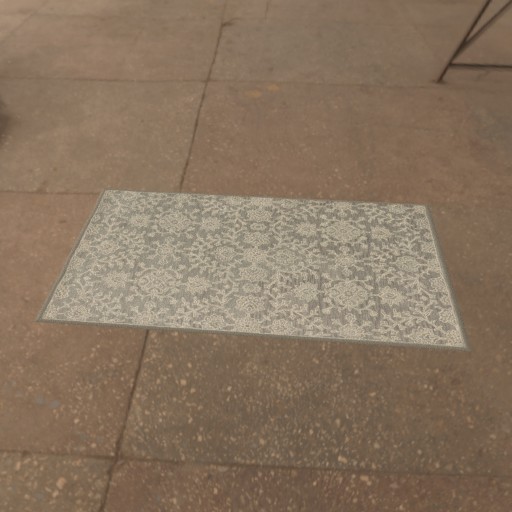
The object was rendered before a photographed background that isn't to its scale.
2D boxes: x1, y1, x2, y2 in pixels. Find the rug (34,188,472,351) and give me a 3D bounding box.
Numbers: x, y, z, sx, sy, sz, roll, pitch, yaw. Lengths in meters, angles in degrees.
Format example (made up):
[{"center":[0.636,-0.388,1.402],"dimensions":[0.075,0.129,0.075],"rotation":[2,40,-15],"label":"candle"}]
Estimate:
[{"center":[0.000,0.000,3.609],"dimensions":[3.048,0.011,1.546],"rotation":[3,46,3],"label":"rug"}]
